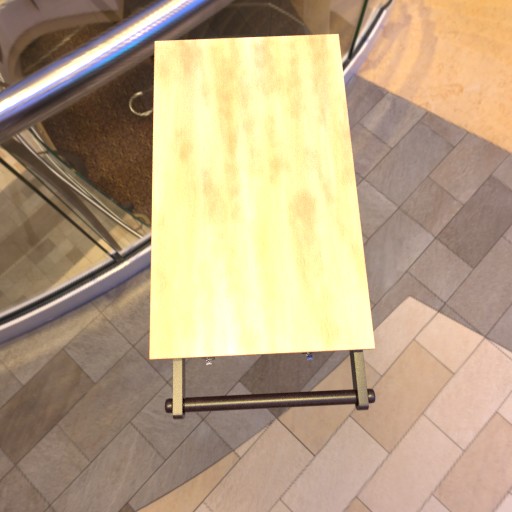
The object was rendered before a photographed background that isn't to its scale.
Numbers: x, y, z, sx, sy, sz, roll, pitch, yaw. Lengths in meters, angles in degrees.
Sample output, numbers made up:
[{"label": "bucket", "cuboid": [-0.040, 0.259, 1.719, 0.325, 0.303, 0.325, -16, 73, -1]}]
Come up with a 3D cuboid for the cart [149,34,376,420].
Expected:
[{"label": "cart", "cuboid": [0.000, 0.000, 1.430, 0.472, 0.878, 0.914, -3, 75, -1]}]
